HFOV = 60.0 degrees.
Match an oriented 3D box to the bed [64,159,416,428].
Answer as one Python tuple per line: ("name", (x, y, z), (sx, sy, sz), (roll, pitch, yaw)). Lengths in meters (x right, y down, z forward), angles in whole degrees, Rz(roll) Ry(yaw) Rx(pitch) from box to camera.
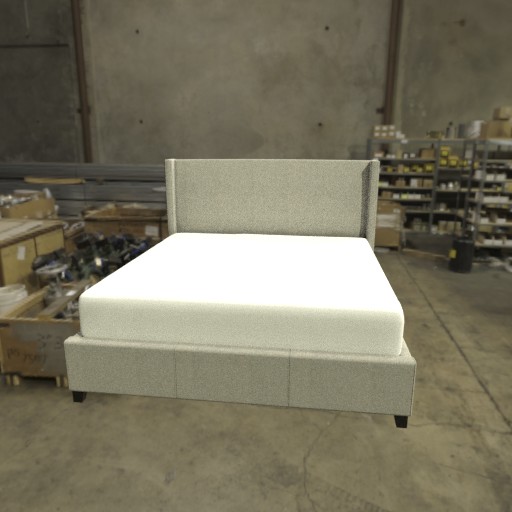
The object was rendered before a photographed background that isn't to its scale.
("bed", (0.000, 0.000, 3.636), (2.140, 1.470, 2.280), (2, 15, 7))
